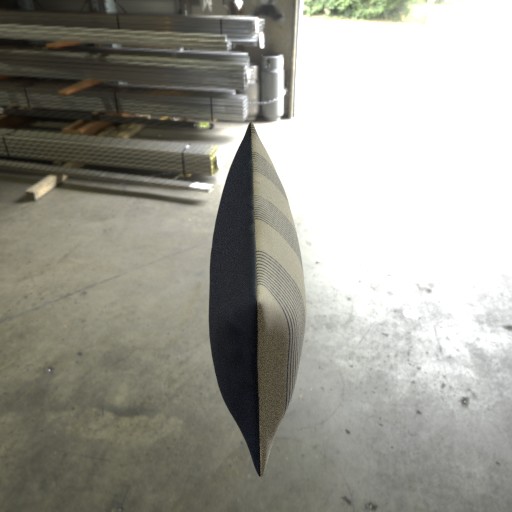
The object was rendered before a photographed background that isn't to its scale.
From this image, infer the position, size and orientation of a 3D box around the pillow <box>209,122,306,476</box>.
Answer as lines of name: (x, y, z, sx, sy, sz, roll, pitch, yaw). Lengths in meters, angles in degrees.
pillow: (0.000, 0.000, 0.748, 0.151, 0.287, 0.610, -1, 33, -1)
